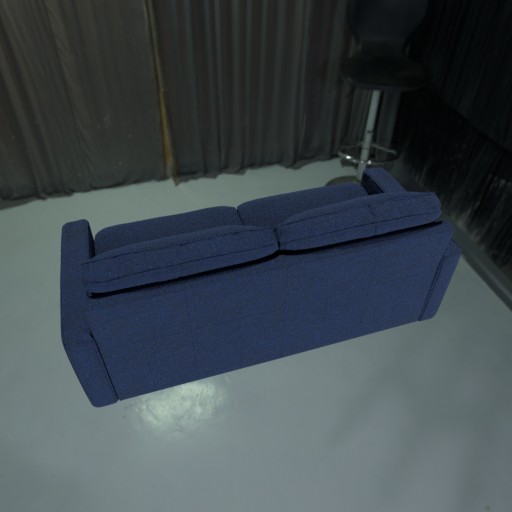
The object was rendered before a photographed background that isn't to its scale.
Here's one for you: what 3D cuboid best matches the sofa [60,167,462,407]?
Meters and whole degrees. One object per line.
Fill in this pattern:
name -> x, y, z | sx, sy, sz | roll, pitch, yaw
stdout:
sofa -> 0.000, 0.000, 2.553 | 2.080, 0.919, 0.940 | -12, 44, -13
